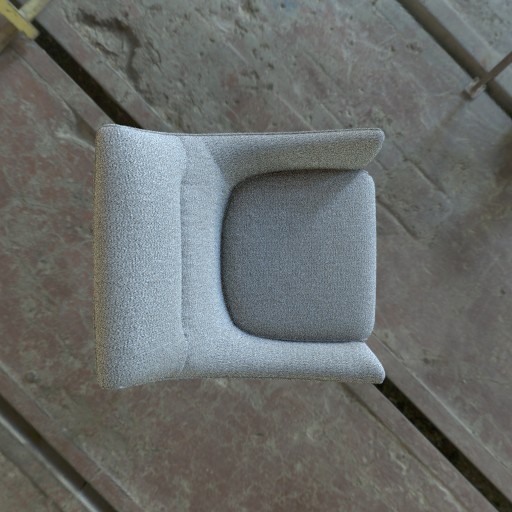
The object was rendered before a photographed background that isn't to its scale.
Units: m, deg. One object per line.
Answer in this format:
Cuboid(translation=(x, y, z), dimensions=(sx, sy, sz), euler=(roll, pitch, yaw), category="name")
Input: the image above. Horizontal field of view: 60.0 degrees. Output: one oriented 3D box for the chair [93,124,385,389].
Cuboid(translation=(0.000, 0.000, 1.431), dimensions=(0.787, 0.838, 0.762), euler=(0, 90, -1), category="chair")
